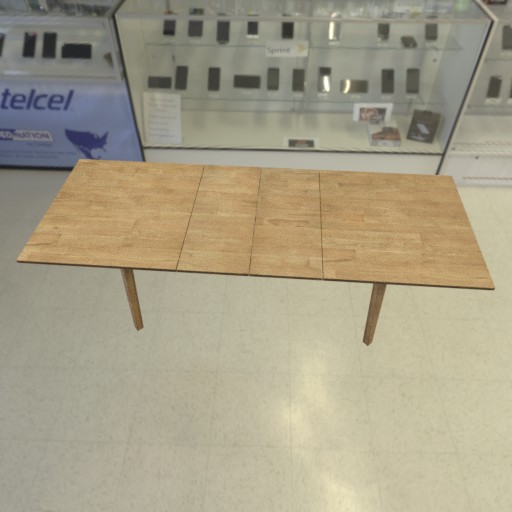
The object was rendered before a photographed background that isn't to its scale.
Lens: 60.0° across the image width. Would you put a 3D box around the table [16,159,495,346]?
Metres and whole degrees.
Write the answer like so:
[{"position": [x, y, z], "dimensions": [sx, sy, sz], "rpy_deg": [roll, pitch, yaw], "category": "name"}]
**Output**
[{"position": [0.000, 0.000, 3.017], "dimensions": [2.603, 0.752, 1.000], "rpy_deg": [3, 46, 3], "category": "table"}]
